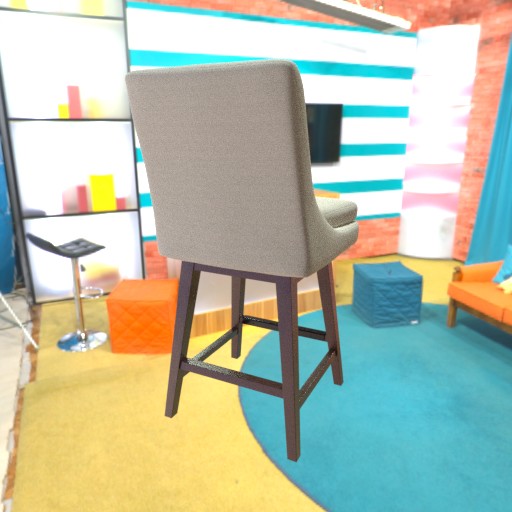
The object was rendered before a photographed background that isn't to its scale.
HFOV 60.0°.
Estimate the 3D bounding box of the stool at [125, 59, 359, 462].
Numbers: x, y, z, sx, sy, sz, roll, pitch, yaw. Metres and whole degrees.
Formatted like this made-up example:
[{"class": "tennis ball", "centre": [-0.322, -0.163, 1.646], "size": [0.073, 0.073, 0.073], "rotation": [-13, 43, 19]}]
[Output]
[{"class": "stool", "centre": [0.000, 0.000, 1.309], "size": [0.483, 0.991, 0.559], "rotation": [8, 18, 26]}]
